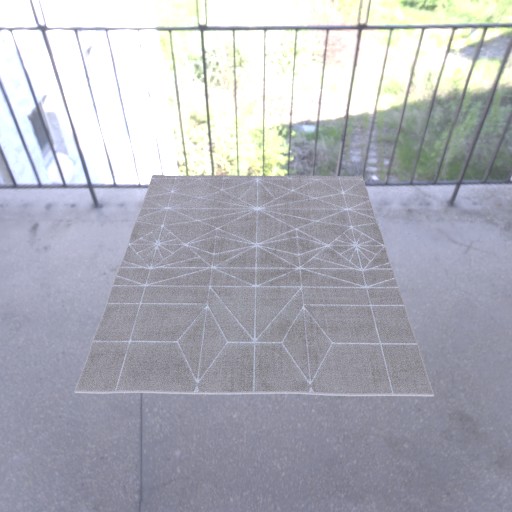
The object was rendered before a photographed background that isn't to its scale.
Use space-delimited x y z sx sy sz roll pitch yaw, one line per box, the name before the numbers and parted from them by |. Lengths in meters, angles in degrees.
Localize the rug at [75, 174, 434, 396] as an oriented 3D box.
rug | 0.000 0.000 0.912 0.548 0.006 0.639 0 41 0
